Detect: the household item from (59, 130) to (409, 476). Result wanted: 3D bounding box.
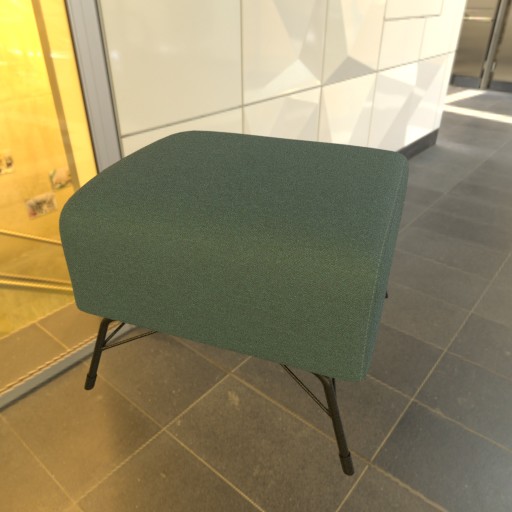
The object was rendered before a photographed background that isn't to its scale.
[{"bbox_3d":[0.000,0.000,0.895,0.530,0.420,0.530,11,32,17],"label":"household item"}]
